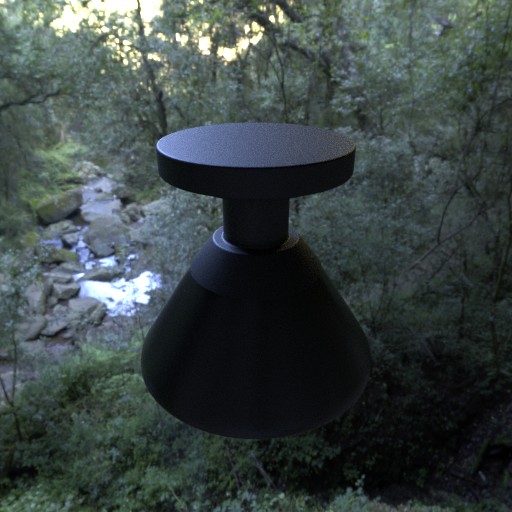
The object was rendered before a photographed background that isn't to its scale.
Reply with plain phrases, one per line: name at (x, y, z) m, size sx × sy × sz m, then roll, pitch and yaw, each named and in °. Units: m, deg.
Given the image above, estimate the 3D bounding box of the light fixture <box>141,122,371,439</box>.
light fixture at (0.000, 0.000, 0.355) m, size 0.200 × 0.183 × 0.200 m, roll 0°, pitch 27°, yaw 0°
